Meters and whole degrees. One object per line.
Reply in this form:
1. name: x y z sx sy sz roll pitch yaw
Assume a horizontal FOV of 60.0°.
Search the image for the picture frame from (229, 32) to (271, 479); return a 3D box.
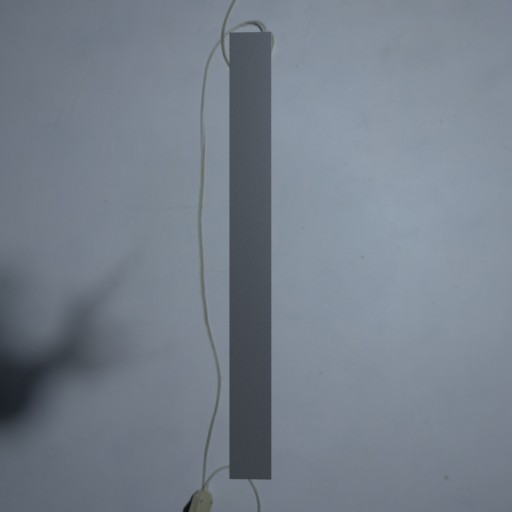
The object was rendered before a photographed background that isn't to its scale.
1. picture frame: 0.000 0.000 0.473 0.030 0.317 0.317 0 90 1
